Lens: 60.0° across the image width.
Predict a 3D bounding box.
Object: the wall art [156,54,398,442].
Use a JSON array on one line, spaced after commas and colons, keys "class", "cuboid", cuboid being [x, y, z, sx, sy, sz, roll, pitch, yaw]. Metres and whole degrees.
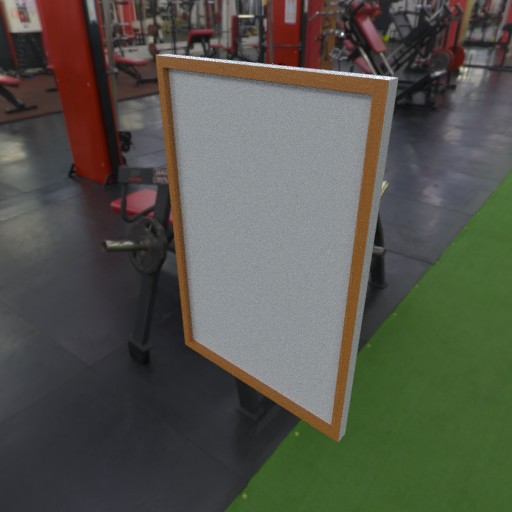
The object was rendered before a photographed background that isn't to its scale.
[{"class": "wall art", "cuboid": [0.000, 0.000, 1.146, 0.610, 0.916, 0.037, 23, 37, 34]}]
